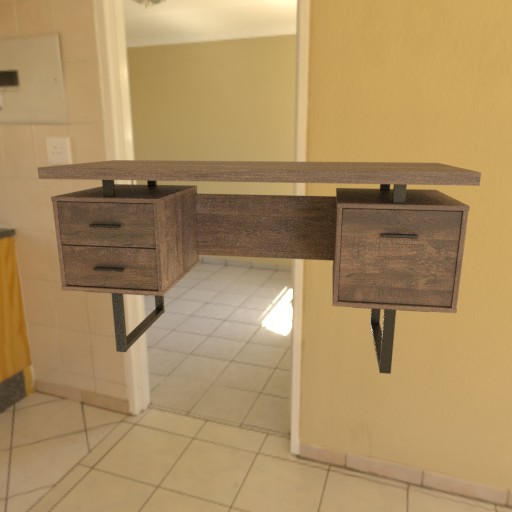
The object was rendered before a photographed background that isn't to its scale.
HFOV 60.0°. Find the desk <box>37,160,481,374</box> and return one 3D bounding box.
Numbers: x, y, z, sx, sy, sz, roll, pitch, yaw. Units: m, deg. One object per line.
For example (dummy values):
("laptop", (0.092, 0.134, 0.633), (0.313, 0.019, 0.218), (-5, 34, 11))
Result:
("desk", (0.000, 0.000, 1.885), (1.524, 0.760, 0.600), (2, 15, 9))
